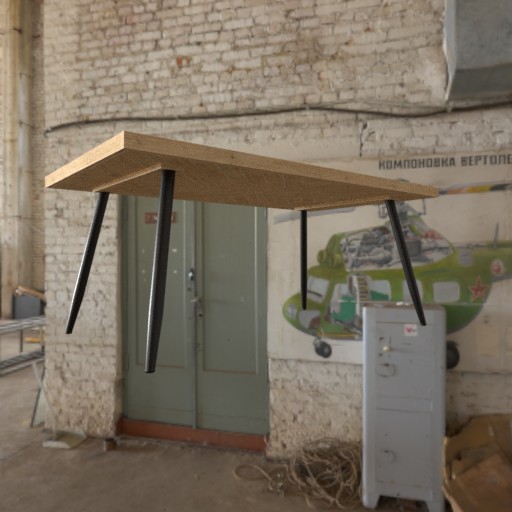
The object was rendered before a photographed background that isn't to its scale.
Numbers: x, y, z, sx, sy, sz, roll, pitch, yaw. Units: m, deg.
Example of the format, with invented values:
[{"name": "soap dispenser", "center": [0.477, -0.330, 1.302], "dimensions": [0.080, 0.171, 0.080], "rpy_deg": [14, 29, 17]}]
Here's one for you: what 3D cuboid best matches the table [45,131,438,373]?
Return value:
[{"name": "table", "center": [0.000, 0.000, 2.301], "dimensions": [1.803, 0.762, 0.991], "rpy_deg": [0, 0, -38]}]
